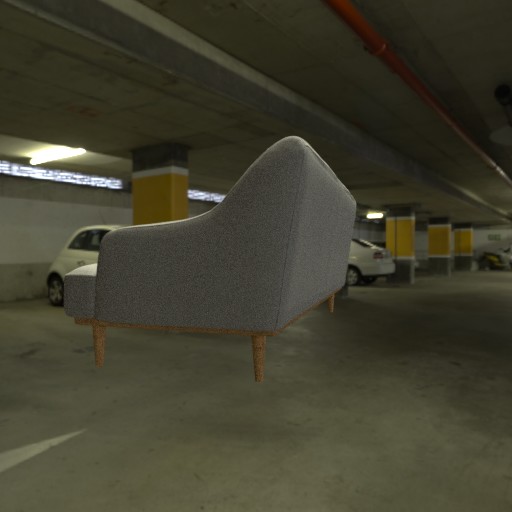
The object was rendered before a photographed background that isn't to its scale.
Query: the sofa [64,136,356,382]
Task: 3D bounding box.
[{"bbox_3d":[0.000,0.000,2.562,0.978,0.871,2.057,0,1,18],"label":"sofa"}]
